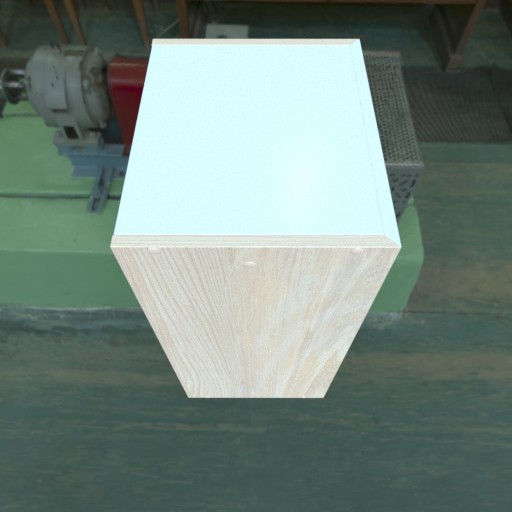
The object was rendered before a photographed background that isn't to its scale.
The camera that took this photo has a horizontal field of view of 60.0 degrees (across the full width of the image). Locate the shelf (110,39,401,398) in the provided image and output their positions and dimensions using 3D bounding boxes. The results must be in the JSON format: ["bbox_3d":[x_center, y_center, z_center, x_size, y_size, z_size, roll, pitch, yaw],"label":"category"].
[{"bbox_3d":[0.000,0.000,0.787,0.290,0.600,0.350,0,59,0],"label":"shelf"}]
